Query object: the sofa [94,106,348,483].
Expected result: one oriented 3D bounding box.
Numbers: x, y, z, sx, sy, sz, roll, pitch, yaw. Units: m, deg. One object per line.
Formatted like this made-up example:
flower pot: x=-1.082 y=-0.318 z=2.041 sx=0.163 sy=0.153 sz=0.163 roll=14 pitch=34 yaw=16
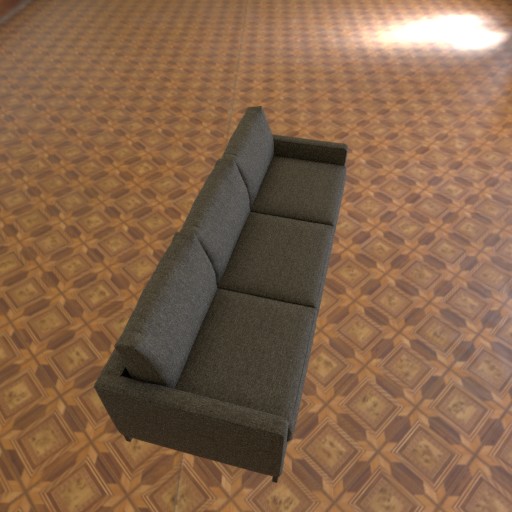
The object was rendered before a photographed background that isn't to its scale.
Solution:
sofa: x=0.000 y=0.000 z=2.702 sx=0.876 sy=0.879 sz=2.253 roll=11 pitch=47 yaw=10
